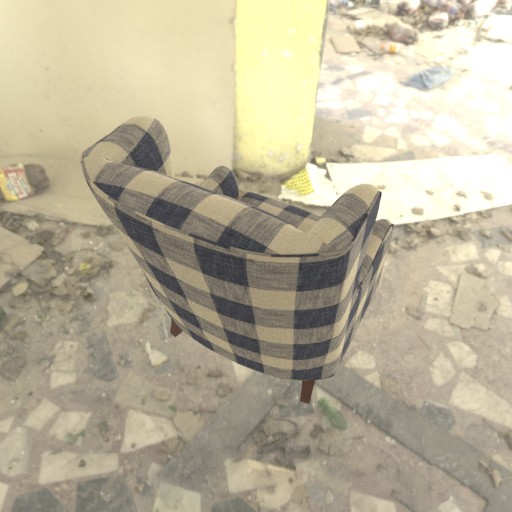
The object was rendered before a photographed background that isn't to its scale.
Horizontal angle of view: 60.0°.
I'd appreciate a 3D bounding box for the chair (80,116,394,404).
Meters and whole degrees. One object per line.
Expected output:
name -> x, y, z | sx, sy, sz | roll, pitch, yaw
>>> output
chair -> 0.000, 0.000, 1.682 | 0.830, 1.041, 0.889 | 22, 49, 20
